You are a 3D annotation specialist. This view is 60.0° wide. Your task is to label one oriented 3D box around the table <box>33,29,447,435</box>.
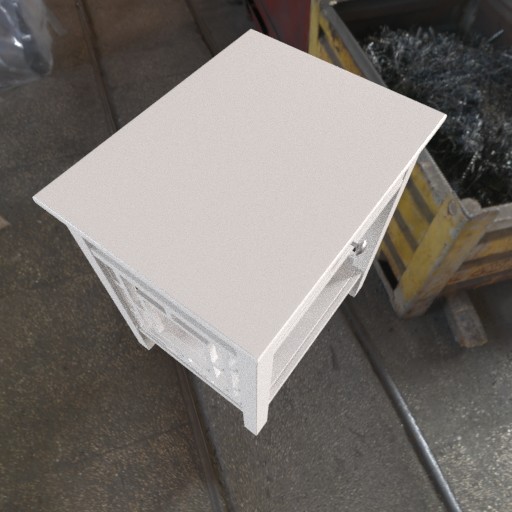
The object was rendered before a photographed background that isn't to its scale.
[{"bbox_3d":[0.000,0.000,1.011,0.451,0.646,0.564,33,64,18],"label":"table"}]
